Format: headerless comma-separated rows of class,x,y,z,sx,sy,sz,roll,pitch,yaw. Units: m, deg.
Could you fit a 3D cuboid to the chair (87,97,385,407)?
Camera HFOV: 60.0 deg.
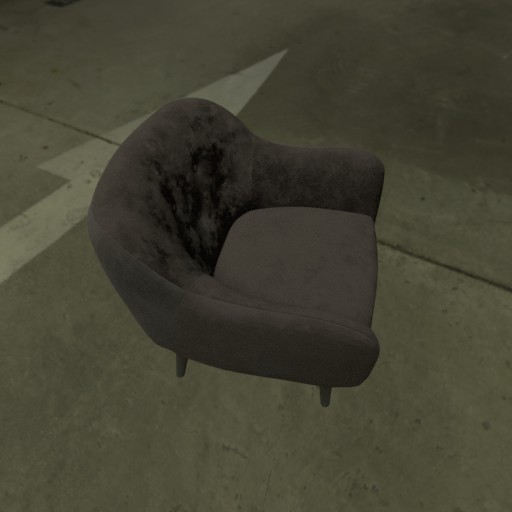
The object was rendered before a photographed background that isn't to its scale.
chair,0.000,0.000,1.520,0.819,0.807,0.840,9,46,9
